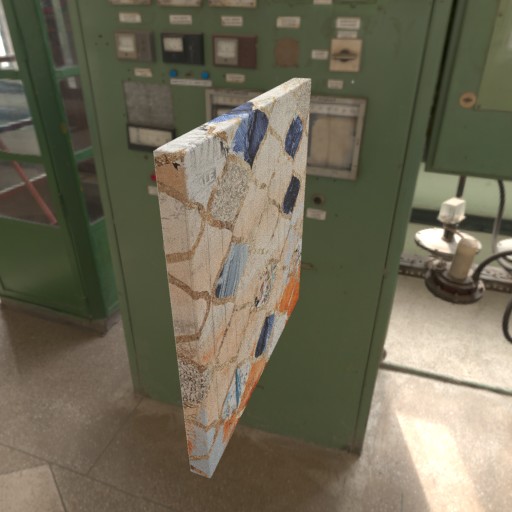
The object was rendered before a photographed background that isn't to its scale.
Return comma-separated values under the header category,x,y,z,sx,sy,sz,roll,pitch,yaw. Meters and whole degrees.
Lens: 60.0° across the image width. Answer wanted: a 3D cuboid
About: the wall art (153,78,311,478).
category,x,y,z,sx,sy,sz,roll,pitch,yaw
wall art,0.000,0.000,0.762,0.038,0.508,0.507,10,32,17
